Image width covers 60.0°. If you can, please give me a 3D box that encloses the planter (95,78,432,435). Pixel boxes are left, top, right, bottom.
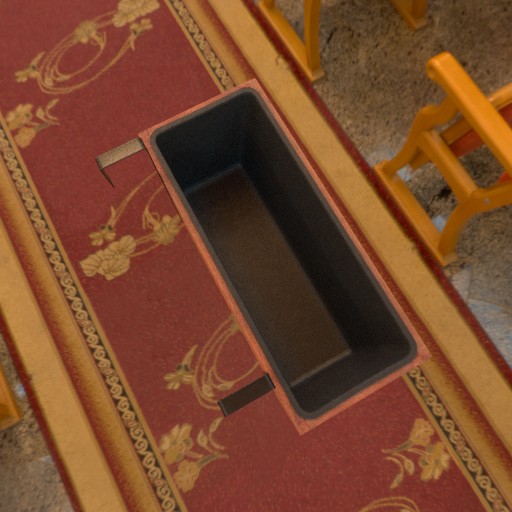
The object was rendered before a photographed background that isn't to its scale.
[{"bbox_3d":[0.000,0.000,0.655,0.262,0.289,0.480,-28,77,-7],"label":"planter"}]
